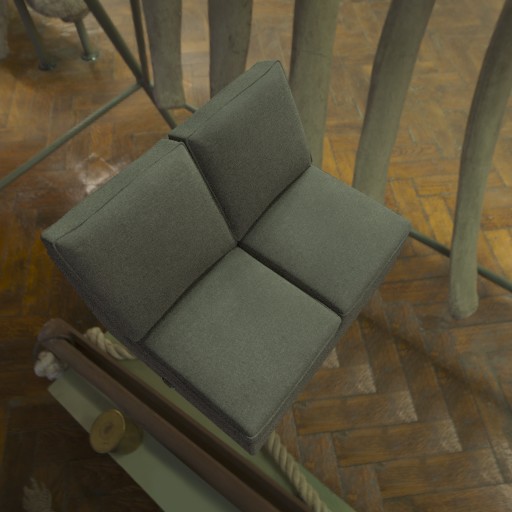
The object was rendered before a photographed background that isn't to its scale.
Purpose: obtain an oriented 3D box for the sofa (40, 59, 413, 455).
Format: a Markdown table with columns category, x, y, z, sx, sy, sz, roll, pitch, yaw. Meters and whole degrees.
| category | x | y | z | sx | sy | sz | roll | pitch | yaw |
| --- | --- | --- | --- | --- | --- | --- | --- | --- | --- |
| sofa | 0.000 | 0.000 | 1.950 | 0.951 | 1.008 | 1.237 | 34 | 65 | 19 |
